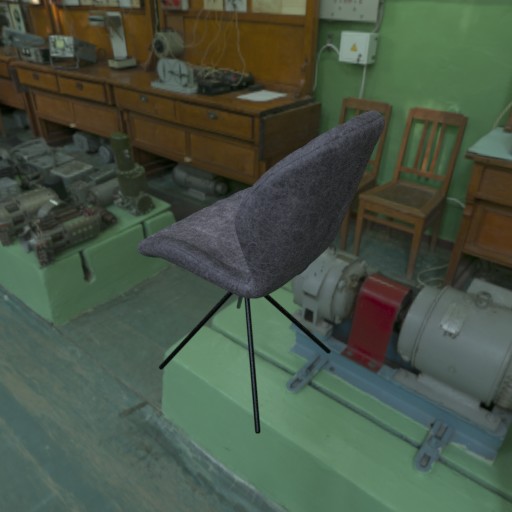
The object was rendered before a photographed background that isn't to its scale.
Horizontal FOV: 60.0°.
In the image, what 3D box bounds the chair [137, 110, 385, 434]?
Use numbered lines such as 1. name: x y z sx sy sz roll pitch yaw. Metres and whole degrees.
1. chair: 0.000 0.000 1.349 0.640 0.934 0.527 22 38 31
